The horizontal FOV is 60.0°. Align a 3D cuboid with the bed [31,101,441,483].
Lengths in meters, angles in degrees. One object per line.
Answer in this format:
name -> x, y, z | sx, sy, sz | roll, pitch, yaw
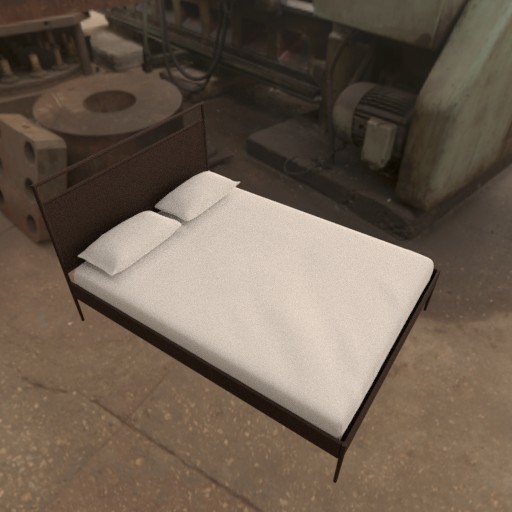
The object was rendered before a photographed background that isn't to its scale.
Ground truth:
bed -> 0.000, 0.000, 3.002 | 2.122, 1.173, 1.572 | 24, 45, 25
